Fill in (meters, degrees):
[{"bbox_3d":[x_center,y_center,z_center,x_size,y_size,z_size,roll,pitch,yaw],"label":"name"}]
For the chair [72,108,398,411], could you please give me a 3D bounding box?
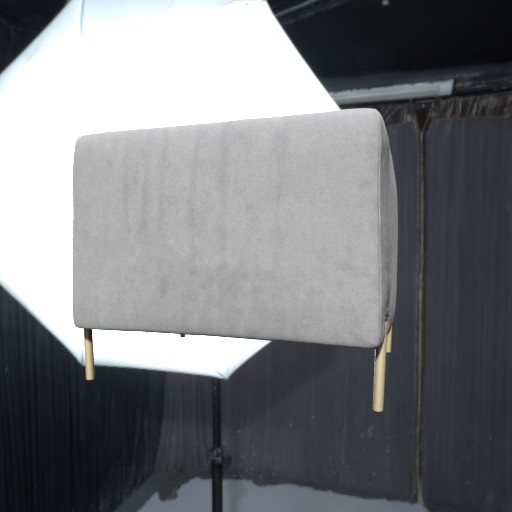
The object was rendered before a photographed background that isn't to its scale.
[{"bbox_3d":[0.000,0.000,1.612,0.981,0.779,0.873,0,1,18],"label":"chair"}]
